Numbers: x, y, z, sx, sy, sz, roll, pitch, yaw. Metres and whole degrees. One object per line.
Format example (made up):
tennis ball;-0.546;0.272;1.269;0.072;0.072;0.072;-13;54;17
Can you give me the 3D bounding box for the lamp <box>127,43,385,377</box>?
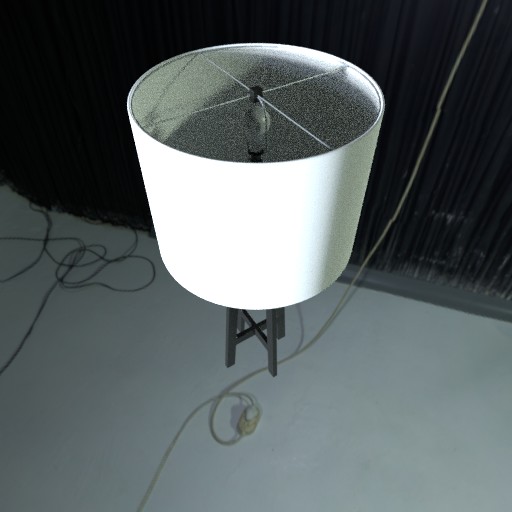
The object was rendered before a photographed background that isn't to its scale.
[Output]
lamp;0.000;0.000;0.625;0.257;0.489;0.257;9;47;9
